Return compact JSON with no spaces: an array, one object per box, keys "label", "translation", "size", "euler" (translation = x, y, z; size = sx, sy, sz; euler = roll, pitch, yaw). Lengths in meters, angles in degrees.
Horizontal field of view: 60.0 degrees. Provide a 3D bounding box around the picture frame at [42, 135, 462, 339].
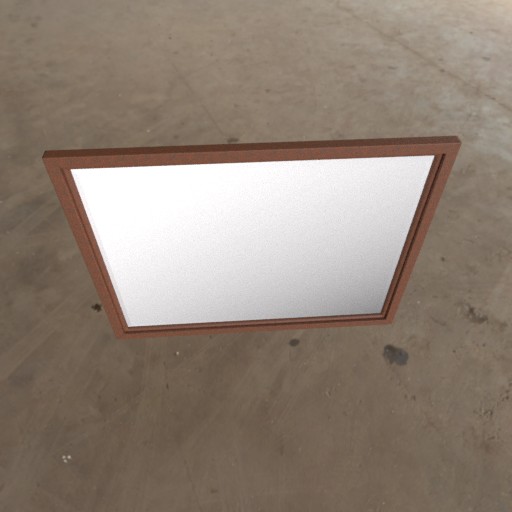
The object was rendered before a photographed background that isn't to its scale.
[{"label":"picture frame","translation":[0.000,0.000,1.782],"size":[1.329,1.018,0.045],"euler":[-3,47,-3]}]
